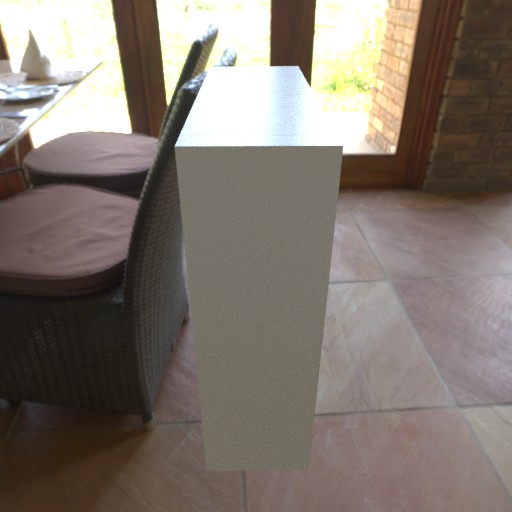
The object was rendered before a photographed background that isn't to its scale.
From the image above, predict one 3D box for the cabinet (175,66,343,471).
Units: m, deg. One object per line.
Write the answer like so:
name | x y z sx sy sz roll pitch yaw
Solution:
cabinet | 0.000 0.000 1.635 0.348 1.150 0.990 0 32 -1
